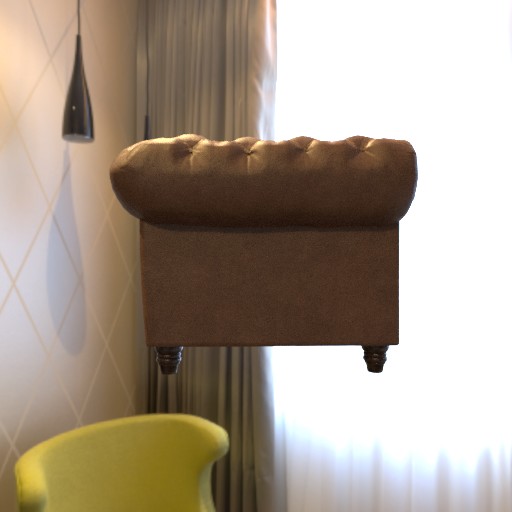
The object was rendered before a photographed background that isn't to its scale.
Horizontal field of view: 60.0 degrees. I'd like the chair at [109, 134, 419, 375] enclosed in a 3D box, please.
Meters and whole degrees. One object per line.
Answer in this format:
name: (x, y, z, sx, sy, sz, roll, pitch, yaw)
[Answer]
chair: (0.000, 0.000, 1.908, 0.954, 0.784, 1.298, 0, 0, -1)
